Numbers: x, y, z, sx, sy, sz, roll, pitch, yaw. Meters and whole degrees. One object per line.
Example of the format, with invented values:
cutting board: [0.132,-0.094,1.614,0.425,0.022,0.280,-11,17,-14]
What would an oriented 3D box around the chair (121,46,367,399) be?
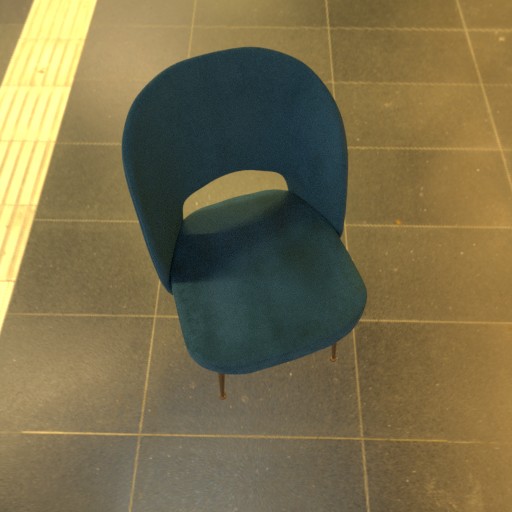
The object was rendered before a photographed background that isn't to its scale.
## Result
chair: [0.000,0.000,1.205,0.527,0.860,0.577,-17,64,-8]
